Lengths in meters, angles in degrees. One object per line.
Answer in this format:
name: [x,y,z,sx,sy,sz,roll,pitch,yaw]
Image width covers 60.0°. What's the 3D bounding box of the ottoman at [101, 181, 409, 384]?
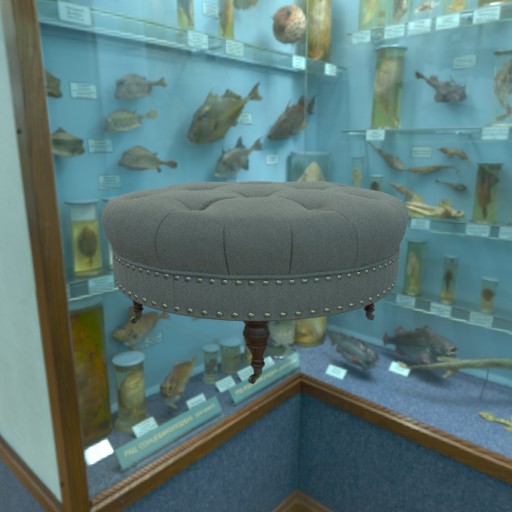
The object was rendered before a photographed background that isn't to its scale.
ottoman: [0.000,0.000,1.385,0.901,0.439,0.901,0,14,0]
